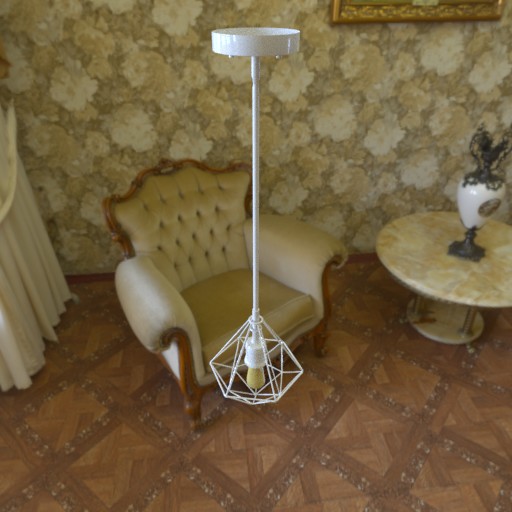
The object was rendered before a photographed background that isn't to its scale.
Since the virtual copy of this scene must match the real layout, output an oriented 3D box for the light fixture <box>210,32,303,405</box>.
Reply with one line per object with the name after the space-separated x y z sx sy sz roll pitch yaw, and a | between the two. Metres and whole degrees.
0.000 0.000 1.944 0.431 1.764 0.487 22 38 31 | light fixture
